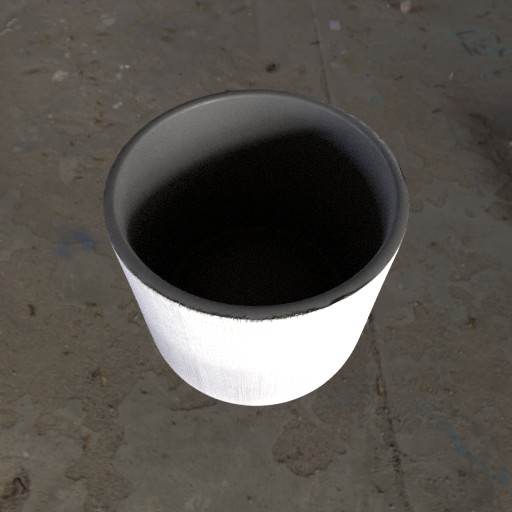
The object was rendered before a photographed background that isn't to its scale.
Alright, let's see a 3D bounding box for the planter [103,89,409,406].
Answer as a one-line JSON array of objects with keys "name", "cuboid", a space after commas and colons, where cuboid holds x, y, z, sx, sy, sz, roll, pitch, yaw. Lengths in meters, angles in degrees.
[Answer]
[{"name": "planter", "cuboid": [0.000, 0.000, 0.456, 0.254, 0.221, 0.254, 0, 56, 0]}]
